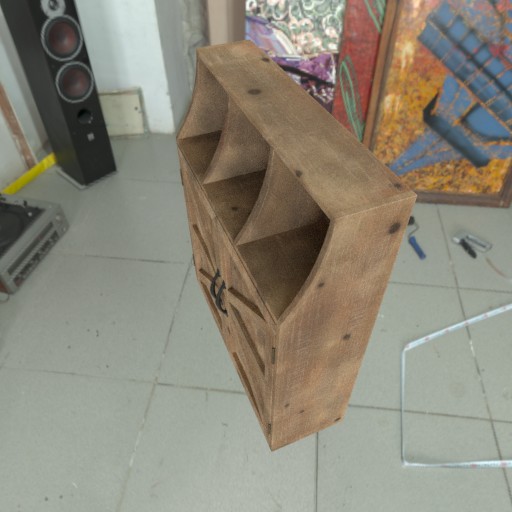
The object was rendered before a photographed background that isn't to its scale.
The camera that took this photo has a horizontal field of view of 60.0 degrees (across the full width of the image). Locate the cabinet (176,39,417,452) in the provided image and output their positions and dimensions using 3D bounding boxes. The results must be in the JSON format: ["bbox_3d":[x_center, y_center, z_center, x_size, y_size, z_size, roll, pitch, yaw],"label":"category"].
[{"bbox_3d":[0.000,0.000,0.835,0.184,0.590,0.489,-17,49,-16],"label":"cabinet"}]
